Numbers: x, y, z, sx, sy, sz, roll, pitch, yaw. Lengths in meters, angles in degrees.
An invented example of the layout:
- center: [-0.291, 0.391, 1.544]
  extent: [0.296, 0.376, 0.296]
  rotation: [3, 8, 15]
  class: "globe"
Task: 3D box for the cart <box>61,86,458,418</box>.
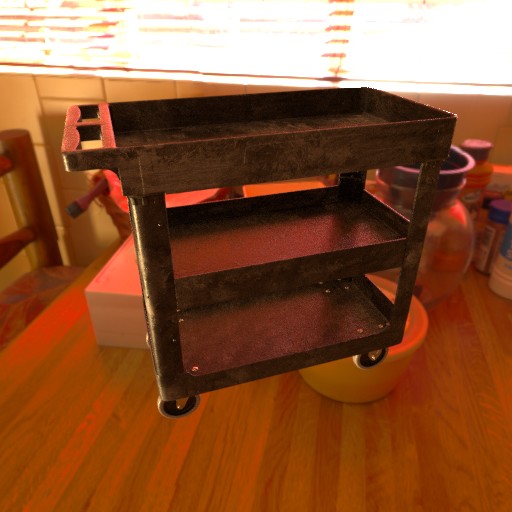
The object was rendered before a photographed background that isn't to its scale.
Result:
- center: [0.000, 0.000, 1.290]
  extent: [0.877, 0.824, 0.420]
  rotation: [-10, 32, -16]
  class: "cart"
